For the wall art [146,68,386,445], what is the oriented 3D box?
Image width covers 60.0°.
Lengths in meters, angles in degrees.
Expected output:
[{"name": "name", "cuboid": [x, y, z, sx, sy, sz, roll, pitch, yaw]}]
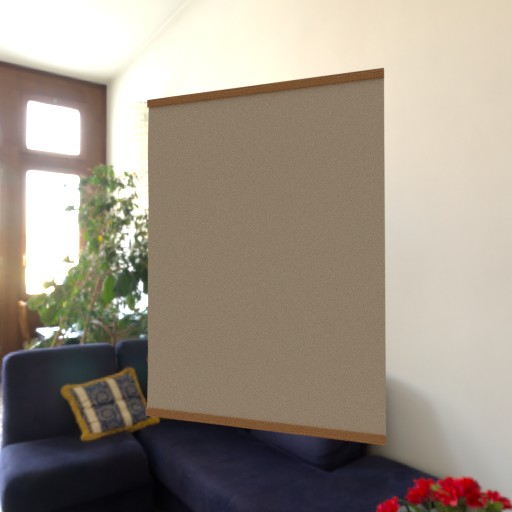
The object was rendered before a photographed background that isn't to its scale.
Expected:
[{"name": "wall art", "cuboid": [0.000, 0.000, 1.319, 0.739, 1.016, 0.020, 0, -1, 19]}]
